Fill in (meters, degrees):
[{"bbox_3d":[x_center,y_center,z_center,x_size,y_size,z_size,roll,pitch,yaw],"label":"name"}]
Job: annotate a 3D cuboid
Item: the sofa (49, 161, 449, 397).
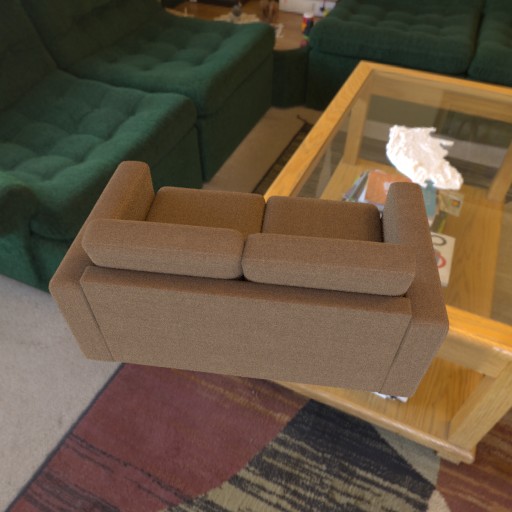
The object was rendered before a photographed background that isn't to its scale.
[{"bbox_3d":[0.000,0.000,2.055,1.520,0.800,0.900,5,47,5],"label":"sofa"}]
